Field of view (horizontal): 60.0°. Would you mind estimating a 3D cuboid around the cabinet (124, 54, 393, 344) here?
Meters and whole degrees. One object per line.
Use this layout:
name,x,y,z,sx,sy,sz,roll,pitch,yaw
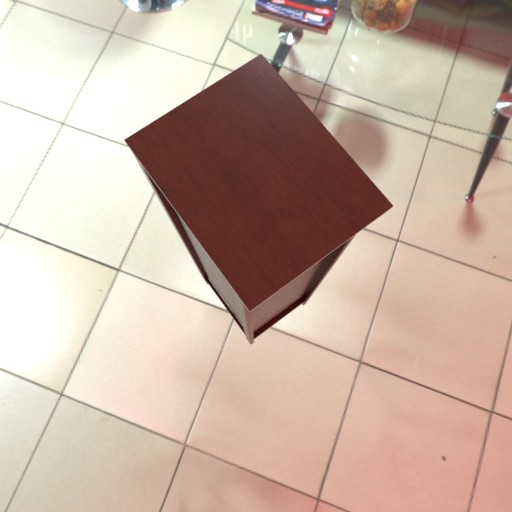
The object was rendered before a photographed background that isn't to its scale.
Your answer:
cabinet,0.000,0.000,1.751,0.401,1.518,0.500,-35,78,-9
